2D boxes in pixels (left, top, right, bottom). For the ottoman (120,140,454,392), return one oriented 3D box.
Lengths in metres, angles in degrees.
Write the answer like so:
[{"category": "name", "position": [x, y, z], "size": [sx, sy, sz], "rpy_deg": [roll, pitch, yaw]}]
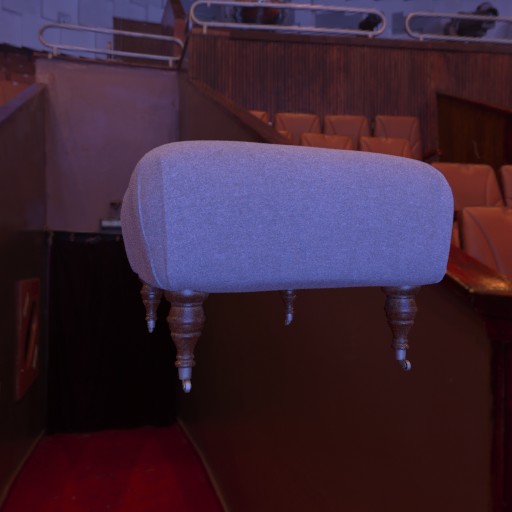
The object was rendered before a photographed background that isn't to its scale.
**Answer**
[{"category": "ottoman", "position": [0.000, 0.000, 1.096], "size": [0.622, 0.450, 0.747], "rpy_deg": [0, 0, -19]}]
